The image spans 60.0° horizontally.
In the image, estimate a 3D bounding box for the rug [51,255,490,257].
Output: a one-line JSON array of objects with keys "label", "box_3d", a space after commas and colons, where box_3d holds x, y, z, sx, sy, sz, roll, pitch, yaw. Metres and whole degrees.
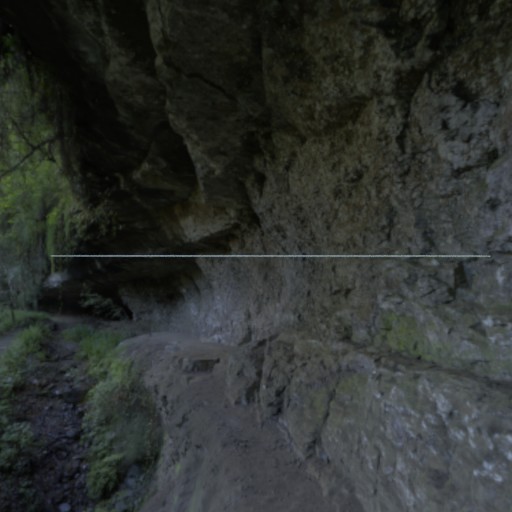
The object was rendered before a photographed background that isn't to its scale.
[{"label": "rug", "box_3d": [0.000, 0.000, 2.697, 2.437, 0.006, 0.686, 0, 0, 17]}]
